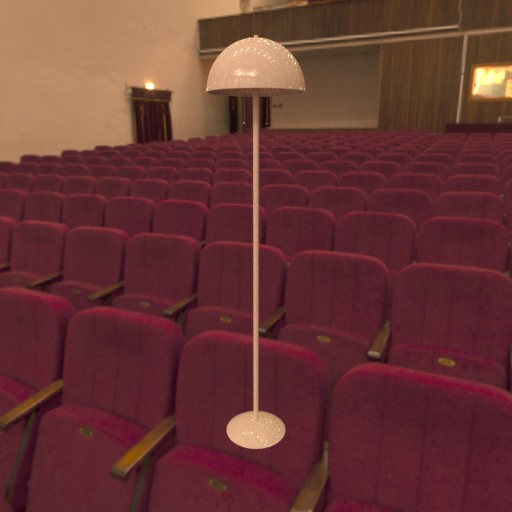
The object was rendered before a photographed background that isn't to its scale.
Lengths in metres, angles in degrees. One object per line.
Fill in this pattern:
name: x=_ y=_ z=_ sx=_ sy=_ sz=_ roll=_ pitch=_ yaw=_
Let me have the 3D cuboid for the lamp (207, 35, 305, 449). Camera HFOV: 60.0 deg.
lamp: x=0.000 y=0.000 z=1.631 sx=0.328 sy=1.480 sz=0.328 roll=7 pitch=17 yaw=25
